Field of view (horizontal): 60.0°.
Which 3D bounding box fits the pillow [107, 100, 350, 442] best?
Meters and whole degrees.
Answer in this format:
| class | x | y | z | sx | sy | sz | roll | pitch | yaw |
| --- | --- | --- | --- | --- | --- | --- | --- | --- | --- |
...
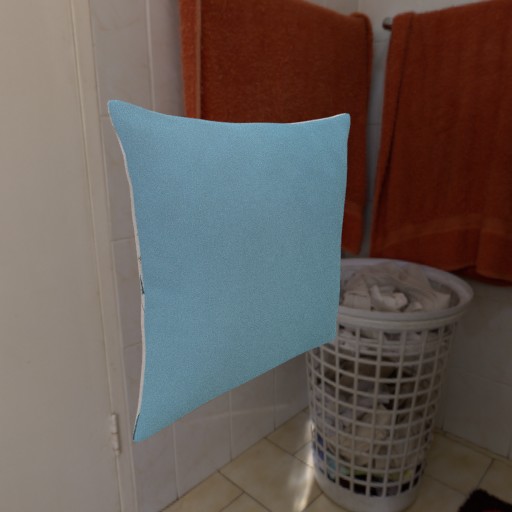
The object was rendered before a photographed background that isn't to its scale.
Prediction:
| class | x | y | z | sx | sy | sz | roll | pitch | yaw |
| --- | --- | --- | --- | --- | --- | --- | --- | --- | --- |
| pillow | 0.000 | 0.000 | 0.799 | 0.526 | 0.507 | 0.166 | -15 | 21 | -42 |
